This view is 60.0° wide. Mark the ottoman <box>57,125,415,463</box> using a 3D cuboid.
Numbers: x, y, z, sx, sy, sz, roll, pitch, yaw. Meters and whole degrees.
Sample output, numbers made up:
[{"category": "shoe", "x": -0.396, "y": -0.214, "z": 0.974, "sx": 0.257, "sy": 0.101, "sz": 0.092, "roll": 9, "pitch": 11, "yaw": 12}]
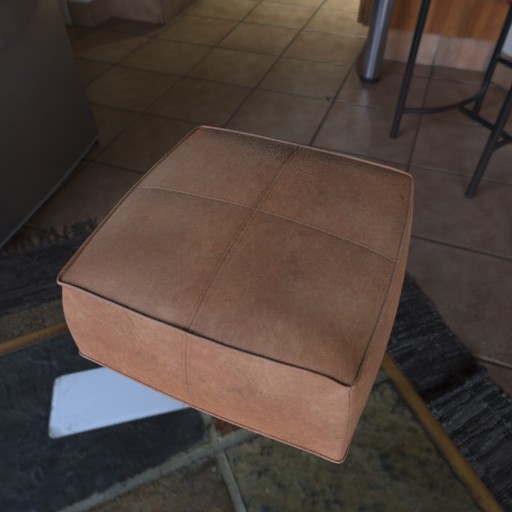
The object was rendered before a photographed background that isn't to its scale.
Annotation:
[{"category": "ottoman", "x": 0.000, "y": 0.000, "z": 1.394, "sx": 0.901, "sy": 0.395, "sz": 0.902, "roll": 17, "pitch": 50, "yaw": 15}]
